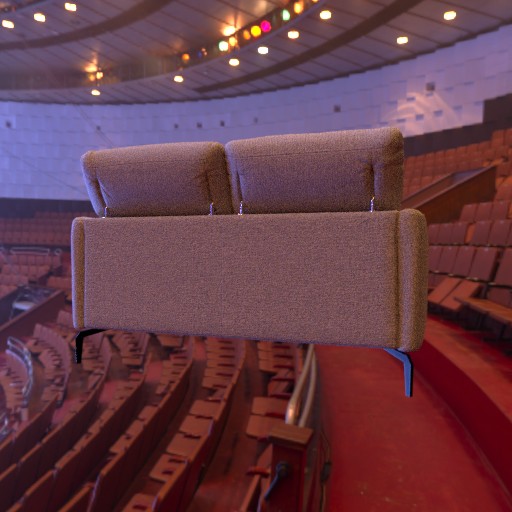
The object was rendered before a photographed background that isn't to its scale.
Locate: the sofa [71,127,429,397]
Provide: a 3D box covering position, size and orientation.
[{"bbox_3d":[0.000,0.000,2.142,1.540,0.950,0.905,0,1,18],"label":"sofa"}]
